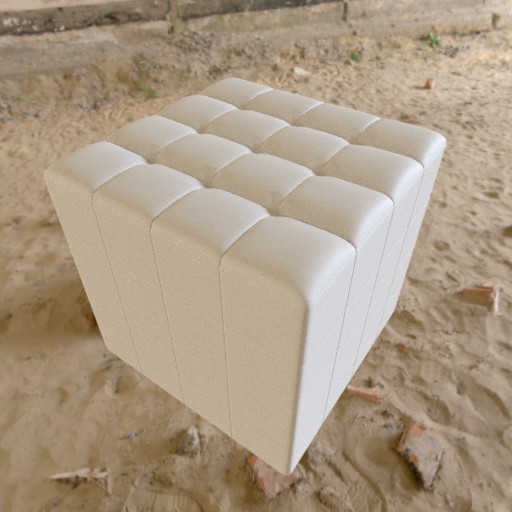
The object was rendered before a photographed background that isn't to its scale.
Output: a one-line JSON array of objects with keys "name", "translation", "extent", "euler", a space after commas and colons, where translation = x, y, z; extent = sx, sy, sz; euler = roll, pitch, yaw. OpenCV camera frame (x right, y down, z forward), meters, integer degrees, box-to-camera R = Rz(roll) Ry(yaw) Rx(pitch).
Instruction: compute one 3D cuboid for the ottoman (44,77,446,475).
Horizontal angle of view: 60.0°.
[{"name": "ottoman", "translation": [0.000, 0.000, 0.774], "extent": [0.425, 0.432, 0.425], "euler": [25, 48, 26]}]
